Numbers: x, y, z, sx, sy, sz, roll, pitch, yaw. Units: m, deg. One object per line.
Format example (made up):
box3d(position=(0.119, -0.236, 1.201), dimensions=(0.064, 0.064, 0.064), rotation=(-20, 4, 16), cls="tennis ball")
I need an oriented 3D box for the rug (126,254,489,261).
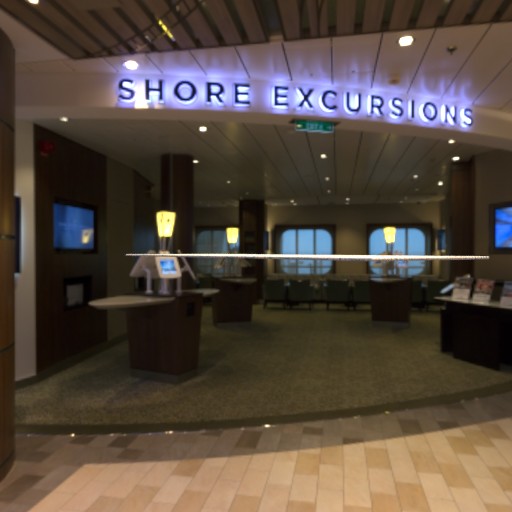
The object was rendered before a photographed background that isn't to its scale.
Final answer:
box3d(position=(0.000, 0.000, 2.716), dimensions=(0.775, 0.012, 2.452), rotation=(0, 1, -36), cls="rug")
